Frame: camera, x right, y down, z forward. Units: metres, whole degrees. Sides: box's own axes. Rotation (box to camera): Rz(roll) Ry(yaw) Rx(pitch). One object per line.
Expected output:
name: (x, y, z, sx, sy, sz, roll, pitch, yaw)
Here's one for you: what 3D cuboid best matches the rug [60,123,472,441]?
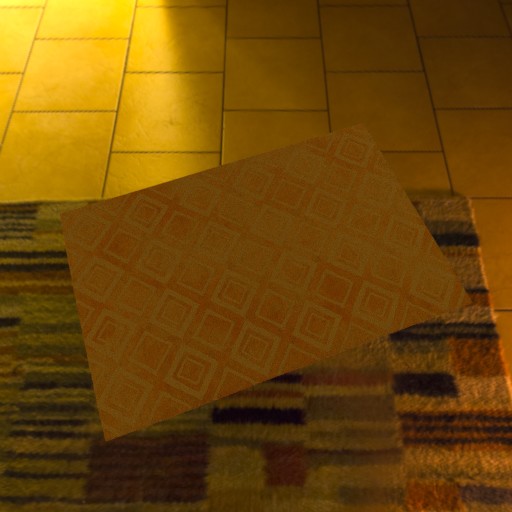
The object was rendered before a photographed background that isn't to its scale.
rug: (0.000, 0.000, 2.285, 1.829, 0.010, 1.213, -18, 66, -9)
